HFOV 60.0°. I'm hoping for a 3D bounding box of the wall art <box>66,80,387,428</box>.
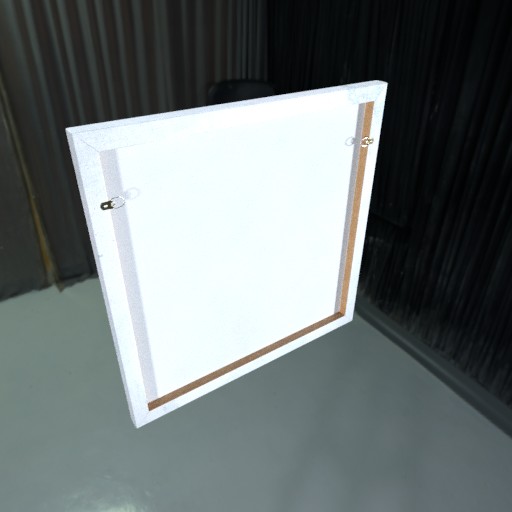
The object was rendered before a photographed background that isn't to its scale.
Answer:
[{"bbox_3d":[0.000,0.000,1.127,0.762,0.762,0.041,-20,37,-28],"label":"wall art"}]
